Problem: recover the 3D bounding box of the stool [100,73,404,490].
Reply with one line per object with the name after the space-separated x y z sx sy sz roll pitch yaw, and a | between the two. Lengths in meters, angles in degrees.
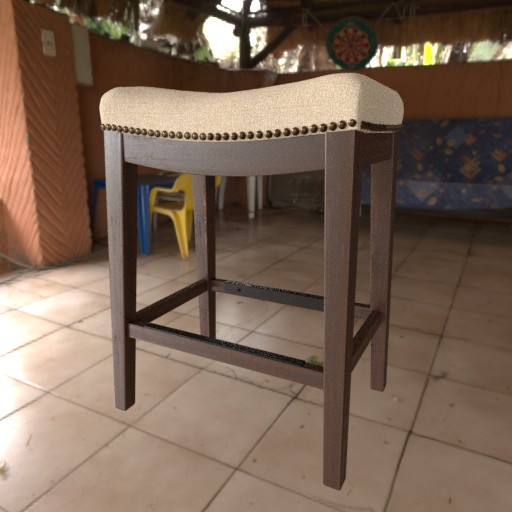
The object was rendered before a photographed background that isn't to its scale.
0.000 0.000 0.921 0.509 0.669 0.363 8 18 26 | stool
